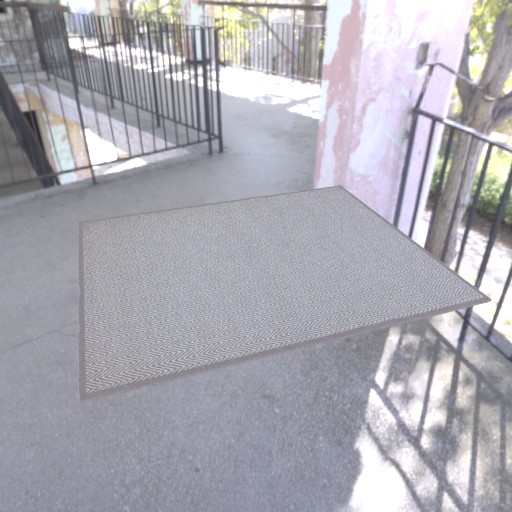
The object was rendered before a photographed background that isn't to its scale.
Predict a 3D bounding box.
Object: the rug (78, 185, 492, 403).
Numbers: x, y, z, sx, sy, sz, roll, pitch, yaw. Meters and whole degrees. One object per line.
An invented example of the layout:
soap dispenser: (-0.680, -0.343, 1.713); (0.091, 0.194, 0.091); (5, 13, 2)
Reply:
rug: (0.000, 0.000, 3.961); (3.007, 0.032, 2.434); (-10, 33, -16)
